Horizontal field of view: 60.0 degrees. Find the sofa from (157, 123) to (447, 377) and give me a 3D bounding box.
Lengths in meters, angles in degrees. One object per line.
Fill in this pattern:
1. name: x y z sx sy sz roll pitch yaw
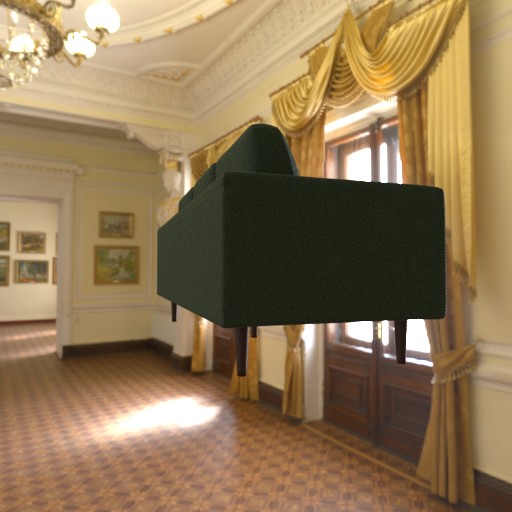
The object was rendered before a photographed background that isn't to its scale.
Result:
1. sofa: 0.000 0.000 2.457 0.879 0.899 2.029 1 -2 -18
